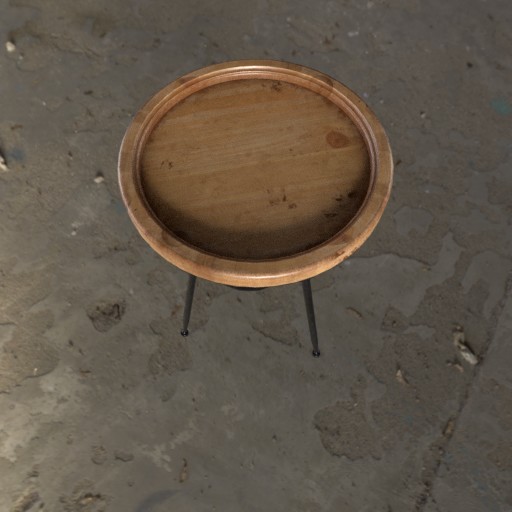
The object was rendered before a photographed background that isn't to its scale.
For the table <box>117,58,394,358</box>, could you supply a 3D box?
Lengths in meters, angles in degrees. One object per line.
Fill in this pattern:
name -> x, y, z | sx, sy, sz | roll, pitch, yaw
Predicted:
table -> 0.000, 0.000, 0.952 | 0.414, 0.664, 0.418 | -35, 68, -16
